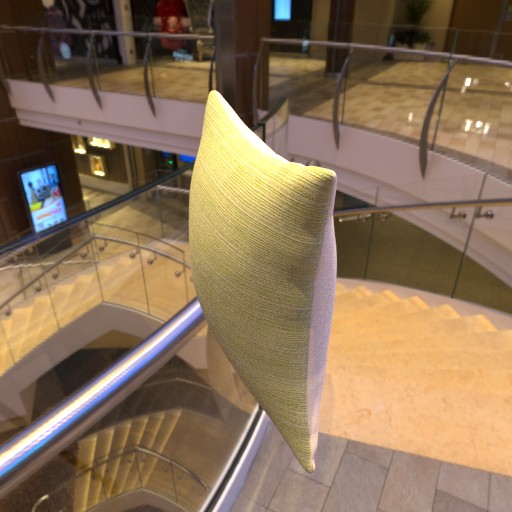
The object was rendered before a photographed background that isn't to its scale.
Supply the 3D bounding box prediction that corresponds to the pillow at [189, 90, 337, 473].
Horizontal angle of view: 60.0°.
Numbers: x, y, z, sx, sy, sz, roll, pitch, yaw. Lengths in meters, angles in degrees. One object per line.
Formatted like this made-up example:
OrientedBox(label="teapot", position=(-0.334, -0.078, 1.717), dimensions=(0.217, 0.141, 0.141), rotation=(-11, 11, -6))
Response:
OrientedBox(label="pillow", position=(0.000, 0.000, 0.800), dimensions=(0.229, 0.487, 0.560), rotation=(-10, 32, -16))
